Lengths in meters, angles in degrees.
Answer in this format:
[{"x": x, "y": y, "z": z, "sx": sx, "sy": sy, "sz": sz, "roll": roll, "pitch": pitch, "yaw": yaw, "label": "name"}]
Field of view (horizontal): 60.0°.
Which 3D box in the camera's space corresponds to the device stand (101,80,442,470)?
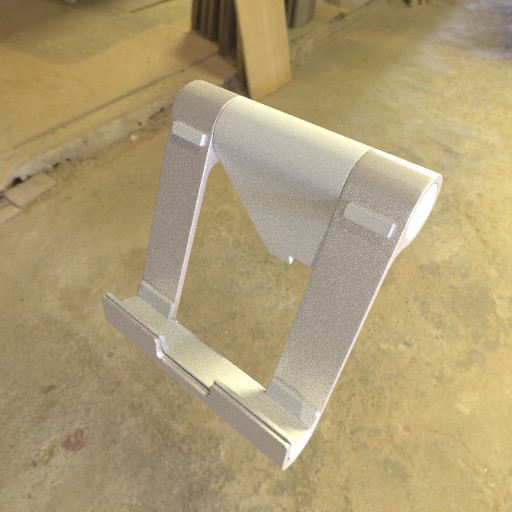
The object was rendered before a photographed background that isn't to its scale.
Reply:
[{"x": 0.000, "y": 0.000, "z": 0.150, "sx": 0.086, "sy": 0.084, "sz": 0.079, "roll": 31, "pitch": 53, "yaw": 27, "label": "device stand"}]
